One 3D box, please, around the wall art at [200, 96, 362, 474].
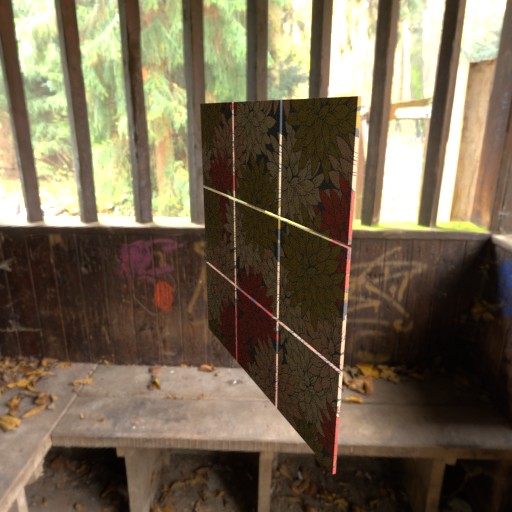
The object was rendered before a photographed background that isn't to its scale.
[{"bbox_3d":[0.000,0.000,1.844,0.013,1.218,1.206,-9,20,-25],"label":"wall art"}]
